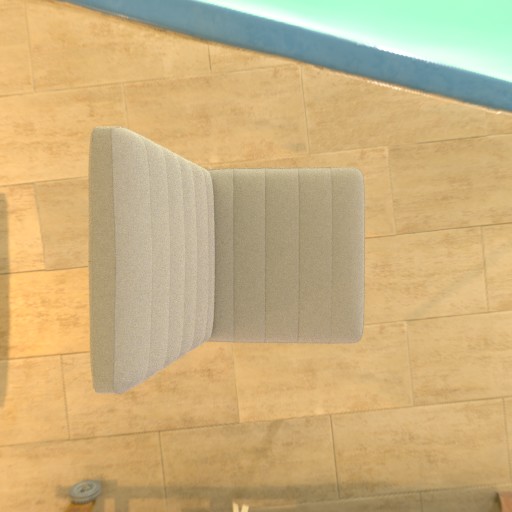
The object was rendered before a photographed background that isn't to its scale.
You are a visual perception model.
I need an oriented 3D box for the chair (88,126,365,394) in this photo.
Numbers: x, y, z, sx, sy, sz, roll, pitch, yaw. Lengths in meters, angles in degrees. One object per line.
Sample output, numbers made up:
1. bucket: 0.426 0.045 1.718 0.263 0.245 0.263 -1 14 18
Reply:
1. chair: 0.000 0.000 1.277 0.634 0.930 0.520 0 91 0
